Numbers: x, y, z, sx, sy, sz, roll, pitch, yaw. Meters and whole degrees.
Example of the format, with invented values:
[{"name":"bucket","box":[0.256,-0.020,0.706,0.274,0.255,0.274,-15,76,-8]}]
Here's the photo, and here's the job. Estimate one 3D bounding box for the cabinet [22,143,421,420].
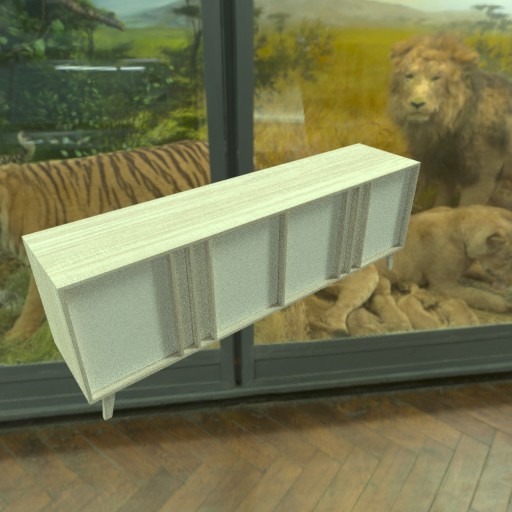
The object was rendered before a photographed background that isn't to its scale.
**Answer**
[{"name":"cabinet","box":[0.000,0.000,2.543,2.200,0.780,0.500,-22,37,-32]}]
